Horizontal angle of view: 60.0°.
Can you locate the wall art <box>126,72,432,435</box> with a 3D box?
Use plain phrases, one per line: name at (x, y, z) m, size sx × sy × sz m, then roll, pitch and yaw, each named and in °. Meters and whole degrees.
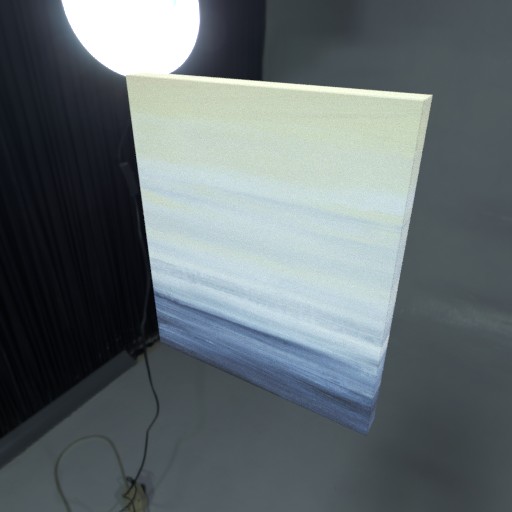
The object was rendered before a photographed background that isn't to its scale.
wall art at (0.000, 0.000, 0.697) m, size 0.435 × 0.511 × 0.037 m, roll 16°, pitch 33°, yaw 27°
